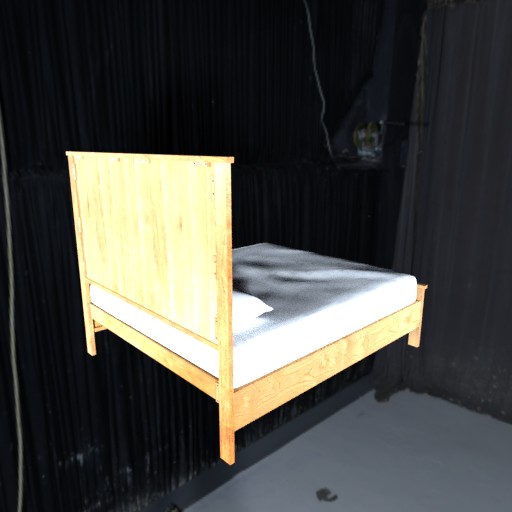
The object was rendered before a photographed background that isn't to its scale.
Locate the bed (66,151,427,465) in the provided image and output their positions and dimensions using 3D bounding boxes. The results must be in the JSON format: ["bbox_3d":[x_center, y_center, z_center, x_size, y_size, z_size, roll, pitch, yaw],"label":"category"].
[{"bbox_3d":[0.000,0.000,3.673,2.201,1.686,1.936,-13,19,-42],"label":"bed"}]
